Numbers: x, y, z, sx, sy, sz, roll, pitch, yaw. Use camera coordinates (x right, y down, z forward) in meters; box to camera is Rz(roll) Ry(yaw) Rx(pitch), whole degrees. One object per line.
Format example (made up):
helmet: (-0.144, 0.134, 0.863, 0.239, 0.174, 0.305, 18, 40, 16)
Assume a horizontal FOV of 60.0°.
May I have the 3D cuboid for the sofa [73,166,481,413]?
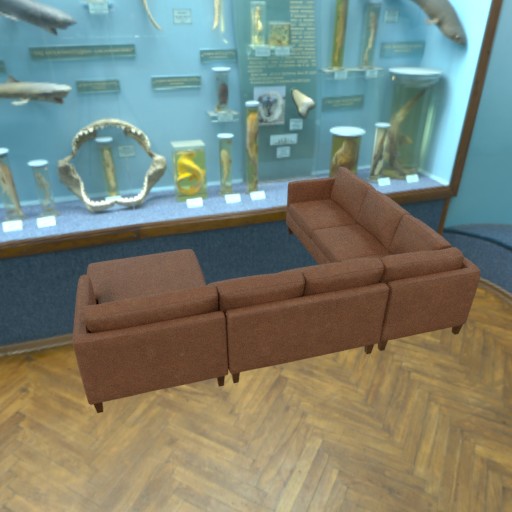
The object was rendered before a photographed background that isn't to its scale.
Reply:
sofa: (0.000, 0.000, 4.686, 3.460, 0.923, 2.593, -8, 31, -14)
